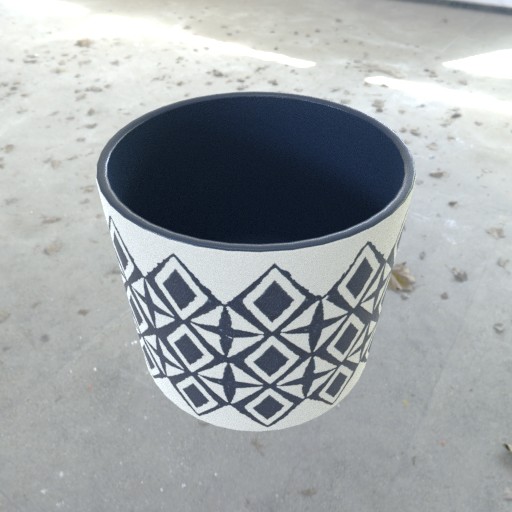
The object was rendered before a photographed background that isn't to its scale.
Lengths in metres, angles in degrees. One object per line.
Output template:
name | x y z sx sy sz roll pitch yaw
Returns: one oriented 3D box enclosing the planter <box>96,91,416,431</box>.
planter | 0.000 0.000 0.384 0.224 0.203 0.224 0 41 0
